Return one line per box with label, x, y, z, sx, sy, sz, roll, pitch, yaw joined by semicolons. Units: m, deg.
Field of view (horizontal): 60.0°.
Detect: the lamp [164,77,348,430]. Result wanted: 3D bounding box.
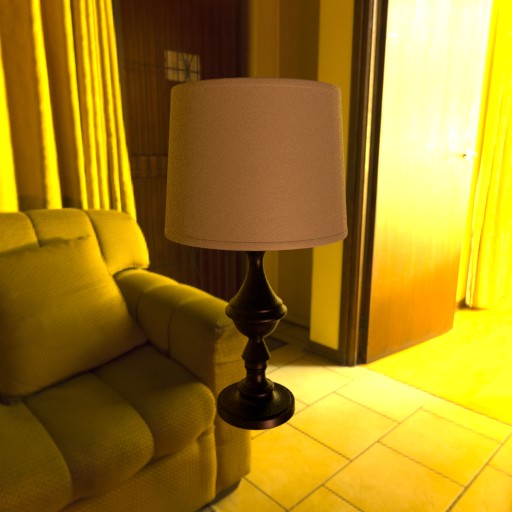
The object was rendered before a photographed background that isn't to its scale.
lamp;0.000;0.000;0.959;0.383;0.726;0.383;0;13;0
